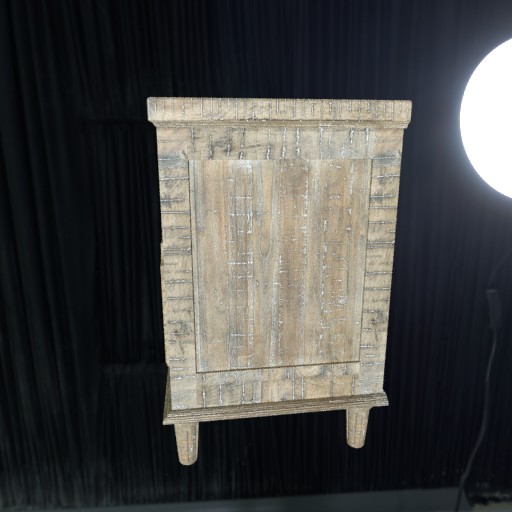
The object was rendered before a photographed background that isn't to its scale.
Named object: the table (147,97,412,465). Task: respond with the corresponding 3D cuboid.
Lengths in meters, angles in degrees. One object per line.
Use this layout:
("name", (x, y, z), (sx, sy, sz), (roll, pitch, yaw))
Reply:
("table", (0.000, 0.000, 1.143), (0.457, 0.711, 0.686), (-2, 15, -8))
